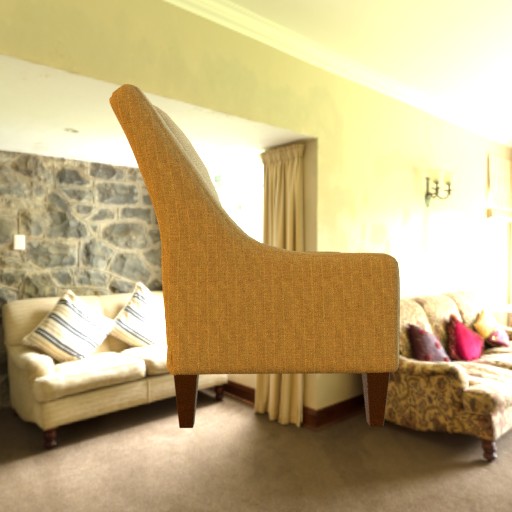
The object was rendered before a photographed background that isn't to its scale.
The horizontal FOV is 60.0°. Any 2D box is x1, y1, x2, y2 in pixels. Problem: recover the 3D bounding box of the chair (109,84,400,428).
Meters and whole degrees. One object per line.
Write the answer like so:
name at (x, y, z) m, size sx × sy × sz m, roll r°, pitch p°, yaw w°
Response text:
chair at (0.000, 0.000, 1.665) m, size 0.870 × 1.014 × 0.774 m, roll 0°, pitch 1°, yaw -1°
